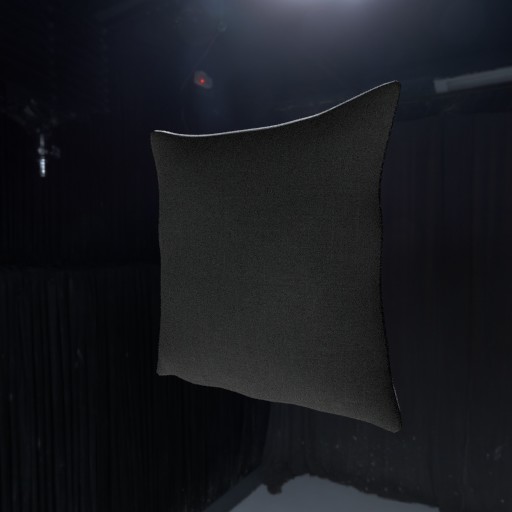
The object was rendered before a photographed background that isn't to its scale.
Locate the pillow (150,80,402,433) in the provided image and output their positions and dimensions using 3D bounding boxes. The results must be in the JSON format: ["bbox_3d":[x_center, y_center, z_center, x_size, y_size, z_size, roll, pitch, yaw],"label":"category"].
[{"bbox_3d":[0.000,0.000,0.665,0.435,0.432,0.138,1,2,35],"label":"pillow"}]
